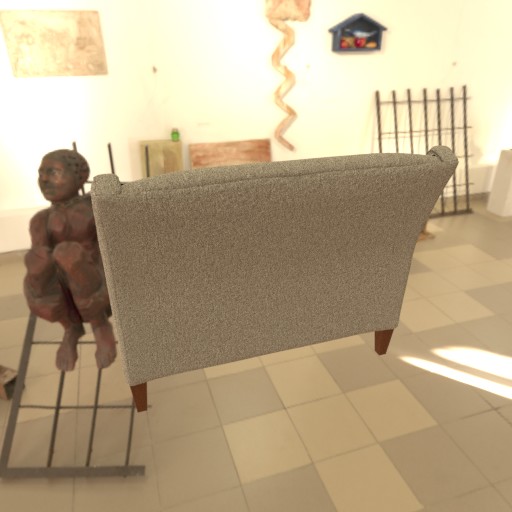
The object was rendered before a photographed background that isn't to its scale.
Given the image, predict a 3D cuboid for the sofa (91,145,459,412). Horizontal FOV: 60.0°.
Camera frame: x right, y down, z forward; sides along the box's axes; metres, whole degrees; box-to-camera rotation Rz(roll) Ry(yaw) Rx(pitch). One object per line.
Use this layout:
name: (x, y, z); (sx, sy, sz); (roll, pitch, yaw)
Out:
sofa: (0.000, 0.000, 1.937); (1.242, 1.026, 0.862); (-8, 28, -17)
